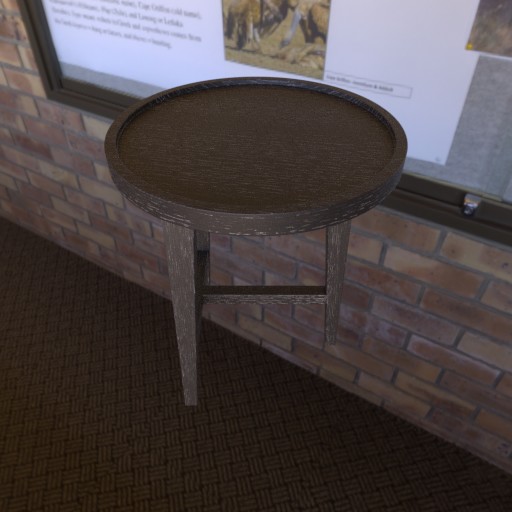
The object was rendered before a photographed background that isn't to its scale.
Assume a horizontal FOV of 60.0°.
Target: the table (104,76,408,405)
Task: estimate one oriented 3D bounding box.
[{"bbox_3d":[0.000,0.000,0.751,0.399,0.460,0.399,0,41,0],"label":"table"}]
